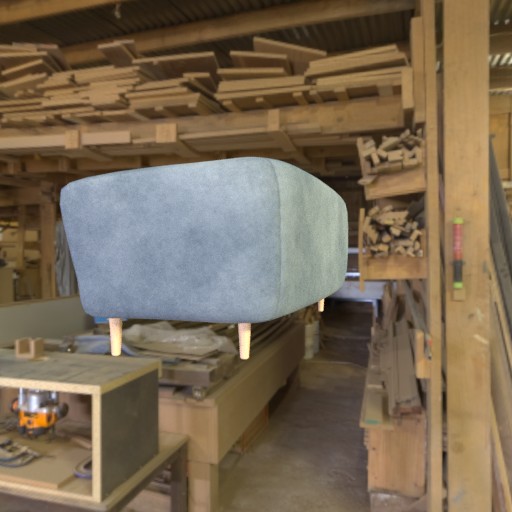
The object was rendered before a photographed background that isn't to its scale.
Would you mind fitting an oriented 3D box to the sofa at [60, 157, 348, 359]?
[{"bbox_3d":[0.000,0.000,2.512,0.849,0.795,2.095,0,1,20],"label":"sofa"}]
